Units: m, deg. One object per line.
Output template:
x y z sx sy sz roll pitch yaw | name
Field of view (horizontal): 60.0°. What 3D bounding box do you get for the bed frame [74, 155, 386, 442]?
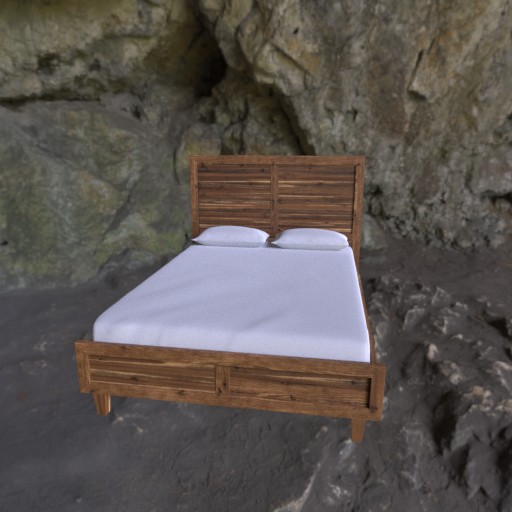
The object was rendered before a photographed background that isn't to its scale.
0.000 0.000 3.380 1.696 1.417 2.276 2 15 9 | bed frame
